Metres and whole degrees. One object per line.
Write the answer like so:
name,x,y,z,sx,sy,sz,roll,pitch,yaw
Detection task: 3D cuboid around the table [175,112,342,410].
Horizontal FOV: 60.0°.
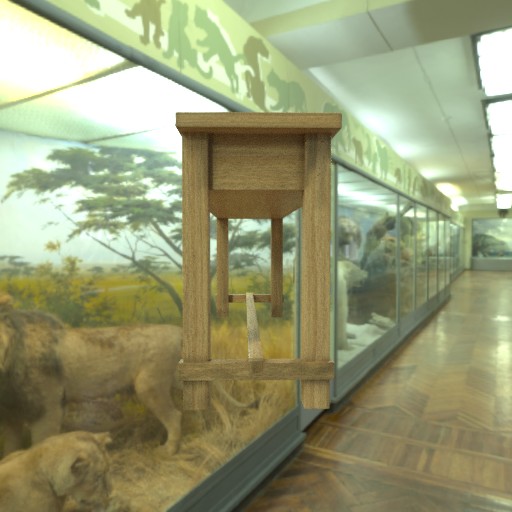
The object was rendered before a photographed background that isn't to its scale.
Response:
table,0.000,0.000,1.902,0.442,0.762,1.599,0,2,-2
